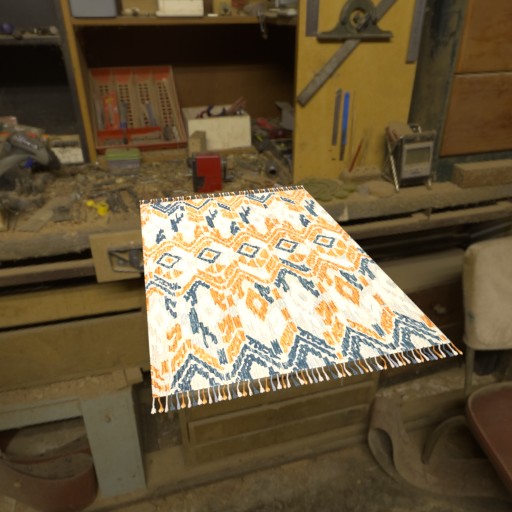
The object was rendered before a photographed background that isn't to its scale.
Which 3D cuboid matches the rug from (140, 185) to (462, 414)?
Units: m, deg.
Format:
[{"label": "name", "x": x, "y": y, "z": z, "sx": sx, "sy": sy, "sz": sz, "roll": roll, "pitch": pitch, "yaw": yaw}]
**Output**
[{"label": "rug", "x": 0.000, "y": 0.000, "z": 3.070, "sx": 1.533, "sy": 0.010, "sz": 2.428, "roll": -7, "pitch": 30, "yaw": -12}]
